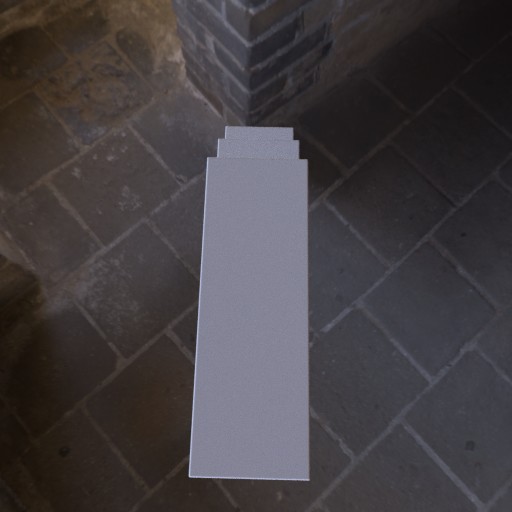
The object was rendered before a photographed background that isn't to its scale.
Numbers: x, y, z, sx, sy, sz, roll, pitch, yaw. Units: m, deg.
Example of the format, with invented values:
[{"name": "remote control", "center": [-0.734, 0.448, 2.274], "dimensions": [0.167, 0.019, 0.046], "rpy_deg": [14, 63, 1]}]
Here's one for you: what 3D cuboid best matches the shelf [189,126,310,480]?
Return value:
[{"name": "shelf", "center": [0.000, 0.000, 0.730], "dimensions": [0.140, 0.293, 0.610], "rpy_deg": [1, 75, 0]}]
